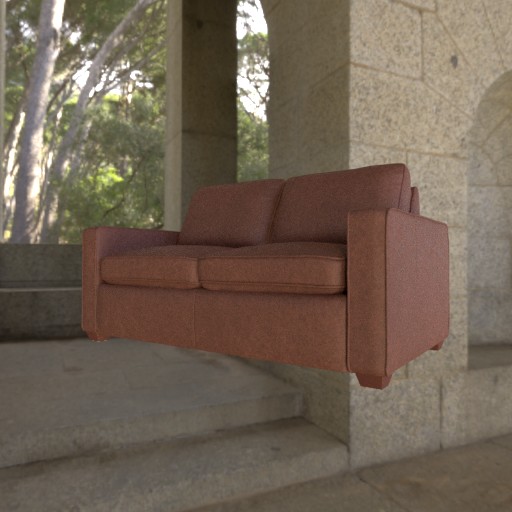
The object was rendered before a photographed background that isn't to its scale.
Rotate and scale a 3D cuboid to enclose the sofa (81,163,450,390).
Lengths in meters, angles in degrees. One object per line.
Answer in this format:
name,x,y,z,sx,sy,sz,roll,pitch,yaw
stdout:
sofa,0.000,0.000,2.293,1.709,0.918,0.947,0,-1,35
